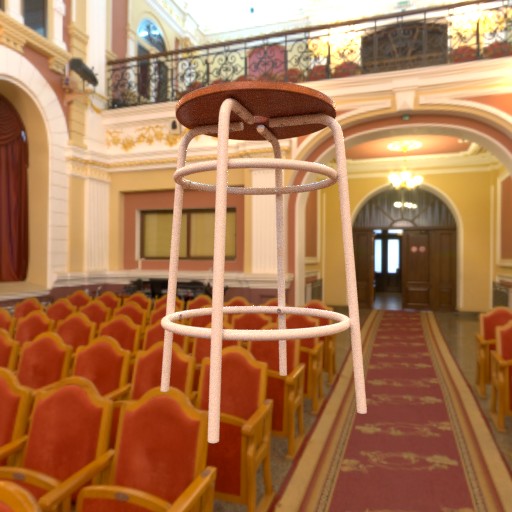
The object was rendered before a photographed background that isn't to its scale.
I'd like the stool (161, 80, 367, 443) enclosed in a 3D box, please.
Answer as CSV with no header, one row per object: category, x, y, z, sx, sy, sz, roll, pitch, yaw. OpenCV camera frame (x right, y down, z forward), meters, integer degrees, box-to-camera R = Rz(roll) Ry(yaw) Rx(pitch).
stool,0.000,0.000,0.936,0.455,0.610,0.455,0,0,19
